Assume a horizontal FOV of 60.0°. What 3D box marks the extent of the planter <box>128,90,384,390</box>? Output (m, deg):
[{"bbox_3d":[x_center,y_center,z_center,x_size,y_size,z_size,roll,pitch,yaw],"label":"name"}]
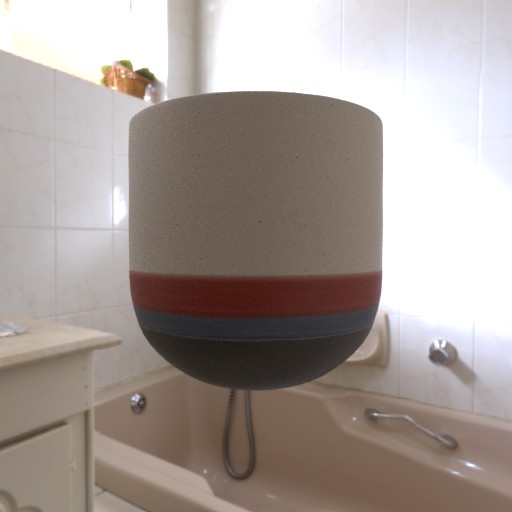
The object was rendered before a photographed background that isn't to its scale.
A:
[{"bbox_3d":[0.000,0.000,0.486,0.268,0.270,0.268,0,2,0],"label":"planter"}]
